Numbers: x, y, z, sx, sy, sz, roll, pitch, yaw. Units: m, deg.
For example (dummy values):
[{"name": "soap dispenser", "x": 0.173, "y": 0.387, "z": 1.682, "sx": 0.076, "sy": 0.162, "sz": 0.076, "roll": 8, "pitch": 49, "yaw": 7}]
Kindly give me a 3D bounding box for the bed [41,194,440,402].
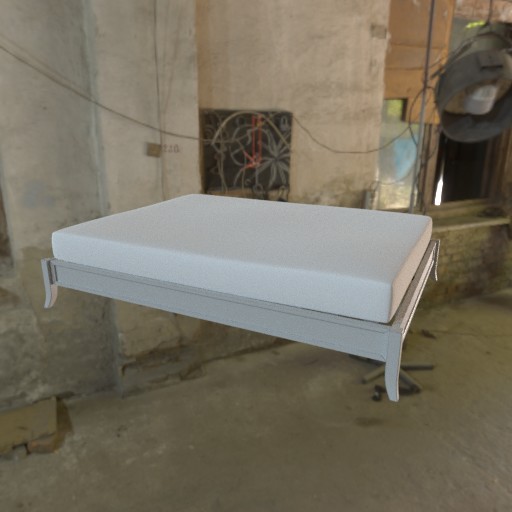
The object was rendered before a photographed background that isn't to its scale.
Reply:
[{"name": "bed", "x": 0.000, "y": 0.000, "z": 2.878, "sx": 2.108, "sy": 0.510, "sz": 1.604, "roll": 9, "pitch": 19, "yaw": 25}]
